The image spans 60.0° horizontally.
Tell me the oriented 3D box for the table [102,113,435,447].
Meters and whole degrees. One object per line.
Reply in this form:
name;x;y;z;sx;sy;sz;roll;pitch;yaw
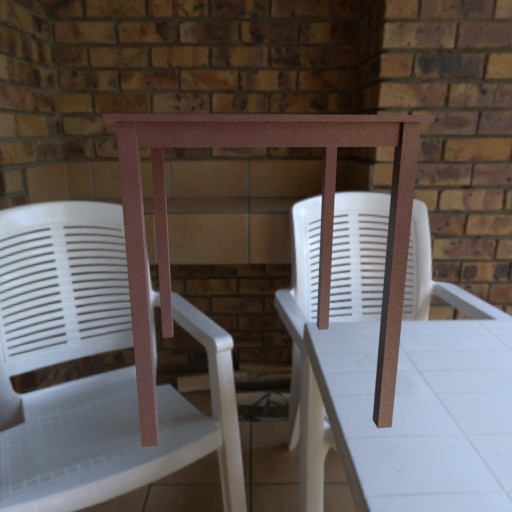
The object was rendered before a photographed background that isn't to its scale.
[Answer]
table;0.000;0.000;1.680;0.861;0.991;0.861;-2;16;-7
